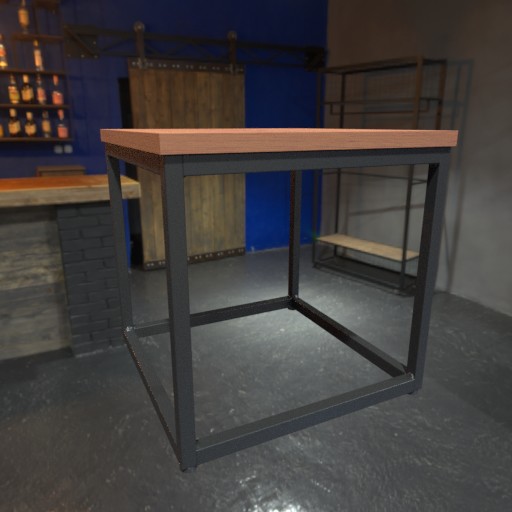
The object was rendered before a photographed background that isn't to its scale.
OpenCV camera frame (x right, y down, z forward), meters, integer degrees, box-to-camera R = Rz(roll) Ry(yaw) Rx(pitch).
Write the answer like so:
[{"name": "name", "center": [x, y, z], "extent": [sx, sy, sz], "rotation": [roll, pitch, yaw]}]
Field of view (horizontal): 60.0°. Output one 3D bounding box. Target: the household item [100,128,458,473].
[{"name": "household item", "center": [0.000, 0.000, 0.731], "extent": [0.400, 0.400, 0.400], "rotation": [-8, 18, -25]}]
